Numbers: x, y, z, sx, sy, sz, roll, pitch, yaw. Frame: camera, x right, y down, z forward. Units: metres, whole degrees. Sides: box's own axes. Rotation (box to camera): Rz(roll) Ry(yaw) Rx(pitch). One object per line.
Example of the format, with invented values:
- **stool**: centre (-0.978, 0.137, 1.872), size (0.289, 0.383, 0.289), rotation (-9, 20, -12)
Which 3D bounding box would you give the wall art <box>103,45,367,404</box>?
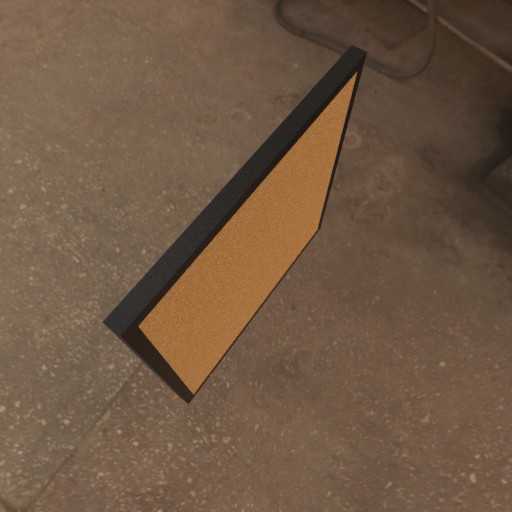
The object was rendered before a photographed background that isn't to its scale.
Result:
- **wall art**: centre (0.000, 0.000, 1.157), size (0.038, 0.762, 0.762), rotation (33, 68, 15)
